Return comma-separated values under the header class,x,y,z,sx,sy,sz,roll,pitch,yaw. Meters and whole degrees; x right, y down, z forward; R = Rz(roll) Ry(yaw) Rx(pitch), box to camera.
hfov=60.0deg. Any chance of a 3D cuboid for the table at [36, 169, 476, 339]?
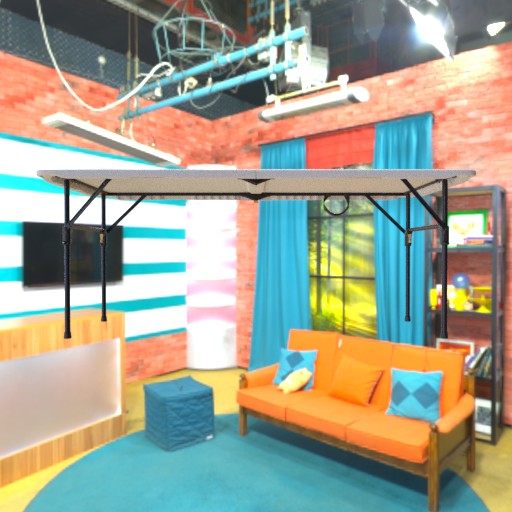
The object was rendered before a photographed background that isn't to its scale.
class,x,y,z,sx,sy,sz,roll,pitch,yaw
table,0.000,0.000,2.188,1.829,0.719,0.761,0,1,0
